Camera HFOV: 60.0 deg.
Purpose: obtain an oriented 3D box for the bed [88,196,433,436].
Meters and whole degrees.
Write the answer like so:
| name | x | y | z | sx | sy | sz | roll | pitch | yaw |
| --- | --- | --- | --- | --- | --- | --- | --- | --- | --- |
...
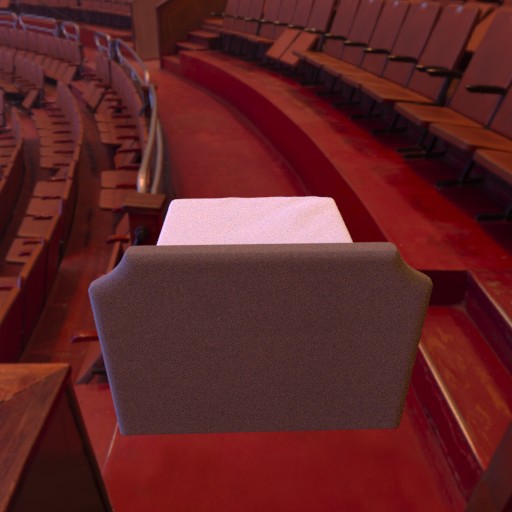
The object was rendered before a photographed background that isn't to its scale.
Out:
| name | x | y | z | sx | sy | sz | roll | pitch | yaw |
| --- | --- | --- | --- | --- | --- | --- | --- | --- | --- |
| bed | 0.000 | 0.000 | 3.263 | 1.693 | 1.290 | 2.116 | -1 | 31 | -1 |
